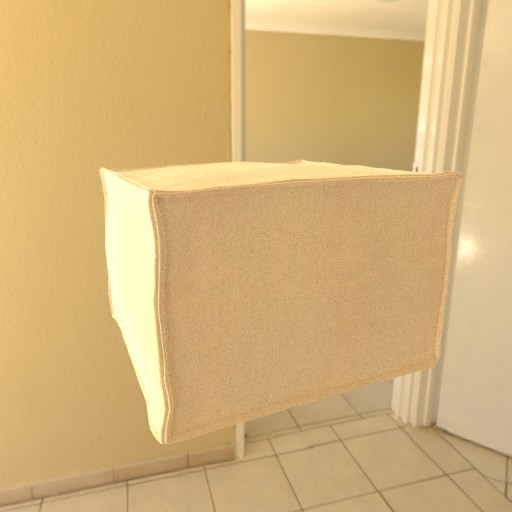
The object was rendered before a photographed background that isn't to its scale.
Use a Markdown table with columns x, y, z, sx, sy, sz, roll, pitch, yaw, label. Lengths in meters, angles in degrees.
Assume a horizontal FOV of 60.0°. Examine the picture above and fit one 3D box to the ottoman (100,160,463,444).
| x | y | z | sx | sy | sz | roll | pitch | yaw | label |
| --- | --- | --- | --- | --- | --- | --- | --- | --- | --- |
| 0.000 | 0.000 | 1.143 | 0.707 | 0.470 | 0.696 | -7 | 17 | -25 | ottoman |
